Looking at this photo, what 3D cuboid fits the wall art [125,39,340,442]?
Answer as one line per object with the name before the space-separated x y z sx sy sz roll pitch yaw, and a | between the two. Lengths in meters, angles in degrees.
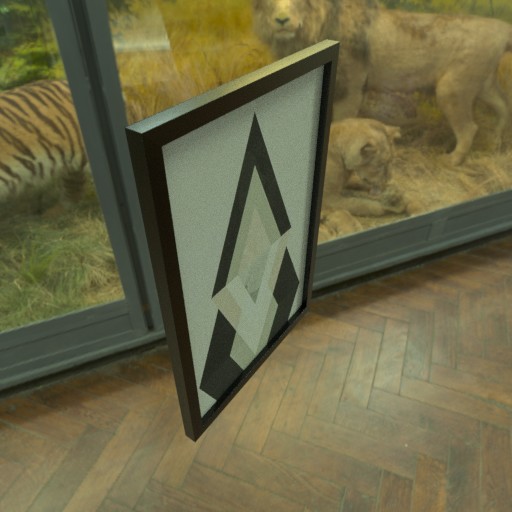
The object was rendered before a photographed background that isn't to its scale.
wall art | 0.000 0.000 0.574 0.019 0.455 0.314 25 46 27
